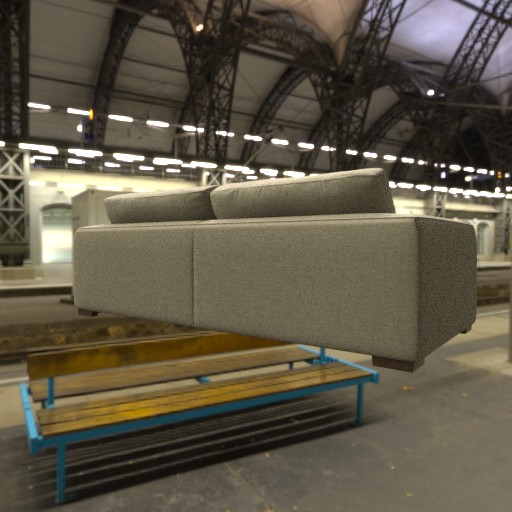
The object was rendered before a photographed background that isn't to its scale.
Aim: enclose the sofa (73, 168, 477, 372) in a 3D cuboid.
[{"bbox_3d":[0.000,0.000,2.667,2.262,0.801,1.070,1,2,37],"label":"sofa"}]
